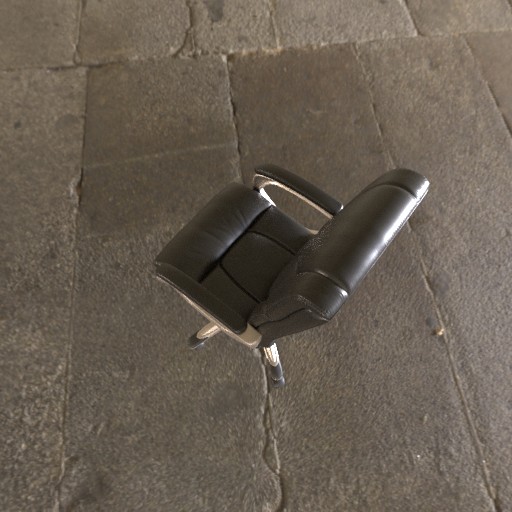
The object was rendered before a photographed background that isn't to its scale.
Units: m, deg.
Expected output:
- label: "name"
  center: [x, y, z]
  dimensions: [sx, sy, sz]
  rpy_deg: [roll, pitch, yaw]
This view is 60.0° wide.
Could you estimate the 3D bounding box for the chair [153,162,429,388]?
- label: "chair"
  center: [0.000, 0.000, 1.631]
  dimensions: [0.780, 1.145, 0.700]
  rpy_deg: [35, 69, 16]
